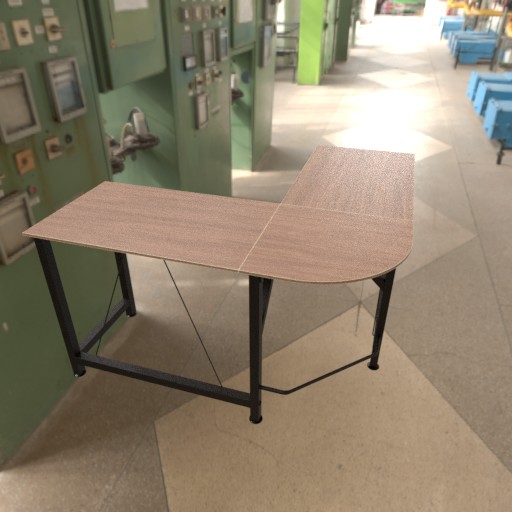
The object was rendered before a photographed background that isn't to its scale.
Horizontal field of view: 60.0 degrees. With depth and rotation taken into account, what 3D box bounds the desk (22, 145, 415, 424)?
[{"bbox_3d":[0.000,0.000,2.252,1.400,0.762,1.400,9,32,15],"label":"desk"}]
